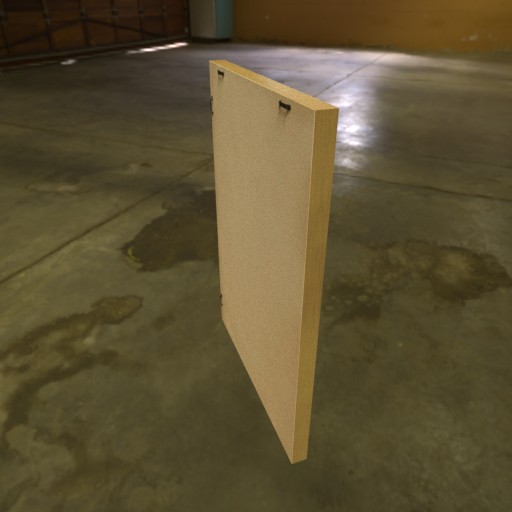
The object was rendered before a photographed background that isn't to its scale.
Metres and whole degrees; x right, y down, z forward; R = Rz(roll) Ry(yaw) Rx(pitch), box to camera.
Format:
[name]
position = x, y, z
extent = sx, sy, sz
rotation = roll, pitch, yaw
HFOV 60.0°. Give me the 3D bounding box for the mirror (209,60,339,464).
[mirror]
position = 0.000, 0.000, 0.942
extent = 0.039, 0.710, 0.507
rotation = -11, 32, -17
